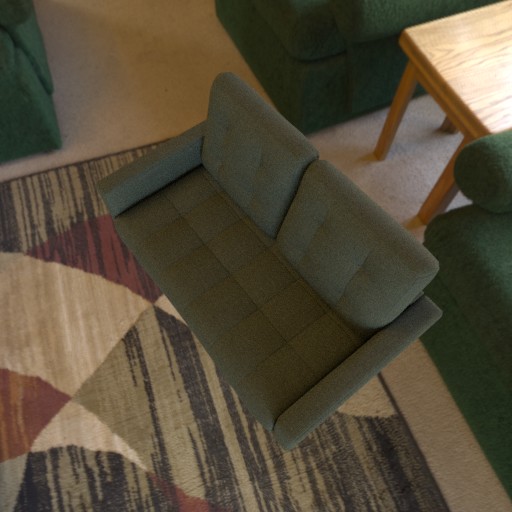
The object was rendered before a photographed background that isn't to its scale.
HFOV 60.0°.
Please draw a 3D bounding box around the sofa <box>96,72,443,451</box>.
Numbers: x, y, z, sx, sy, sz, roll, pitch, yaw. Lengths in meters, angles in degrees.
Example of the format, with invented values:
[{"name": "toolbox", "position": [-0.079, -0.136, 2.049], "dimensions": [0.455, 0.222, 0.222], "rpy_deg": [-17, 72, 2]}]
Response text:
[{"name": "sofa", "position": [0.000, 0.000, 1.977], "dimensions": [0.842, 0.907, 1.407], "rpy_deg": [-35, 68, -16]}]
